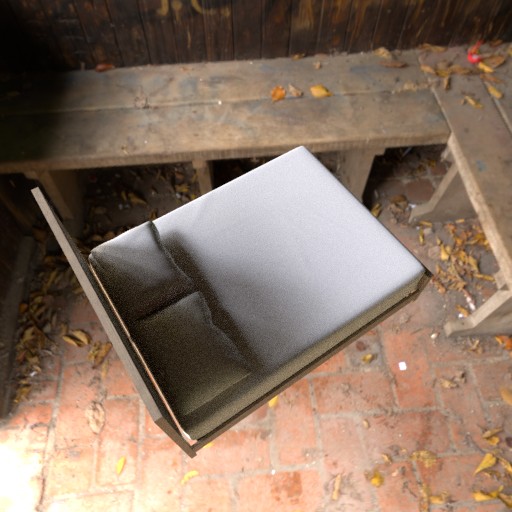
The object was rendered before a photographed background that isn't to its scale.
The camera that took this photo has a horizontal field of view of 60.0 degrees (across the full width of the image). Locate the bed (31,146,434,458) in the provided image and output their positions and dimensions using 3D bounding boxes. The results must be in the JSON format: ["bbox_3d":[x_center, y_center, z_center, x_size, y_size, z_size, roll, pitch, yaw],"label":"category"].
[{"bbox_3d":[0.000,0.000,3.233,2.189,1.369,1.606,-30,64,-17],"label":"bed"}]
